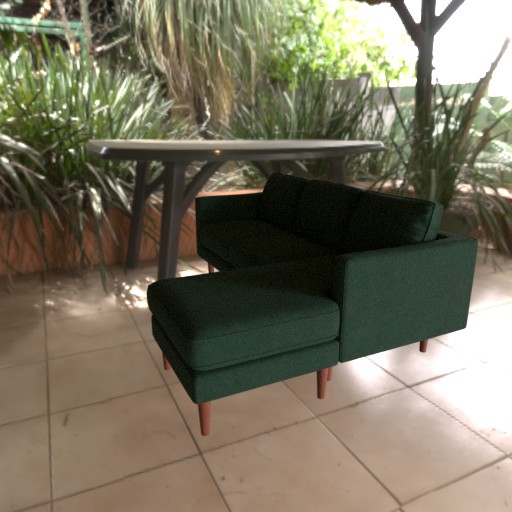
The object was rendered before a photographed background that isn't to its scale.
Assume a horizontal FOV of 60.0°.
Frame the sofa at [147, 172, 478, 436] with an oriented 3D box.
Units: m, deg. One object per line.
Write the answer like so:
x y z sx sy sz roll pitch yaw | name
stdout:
0.000 0.000 2.871 1.580 0.899 2.030 -8 18 -25 | sofa
